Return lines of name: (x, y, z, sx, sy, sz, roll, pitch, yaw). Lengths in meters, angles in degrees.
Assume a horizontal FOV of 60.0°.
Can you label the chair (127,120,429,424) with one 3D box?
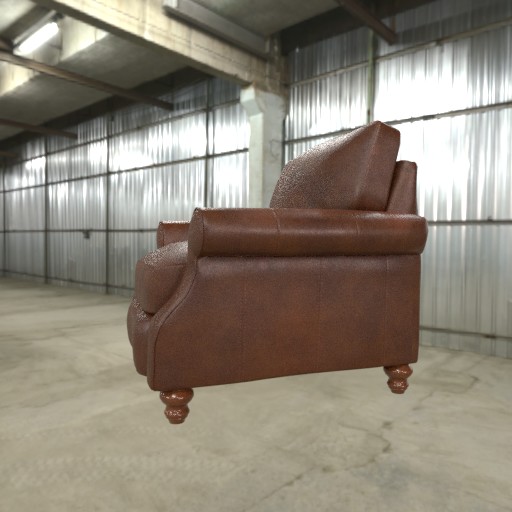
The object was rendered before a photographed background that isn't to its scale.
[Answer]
chair: (0.000, 0.000, 1.783, 0.992, 0.972, 0.989, -1, 2, -19)
